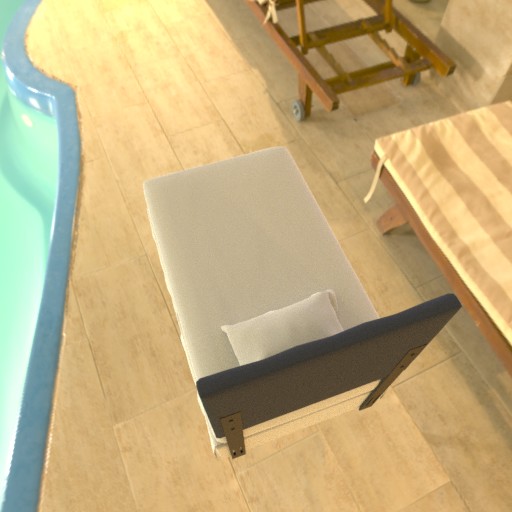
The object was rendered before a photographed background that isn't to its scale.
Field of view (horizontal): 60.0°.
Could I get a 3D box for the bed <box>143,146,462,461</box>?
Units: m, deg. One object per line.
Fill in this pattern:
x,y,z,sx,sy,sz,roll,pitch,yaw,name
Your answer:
0.000,0.000,2.880,1.261,1.571,1.997,-17,59,-10,bed
